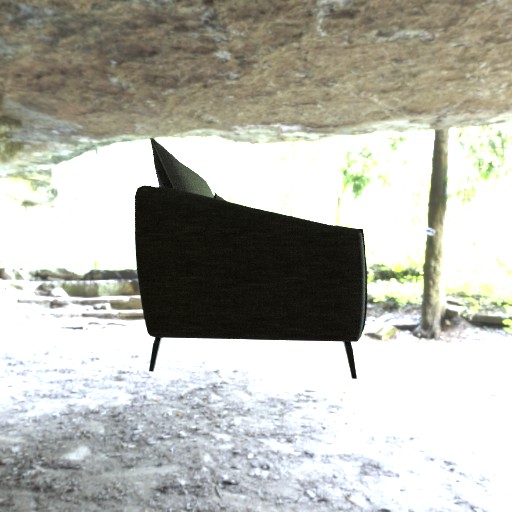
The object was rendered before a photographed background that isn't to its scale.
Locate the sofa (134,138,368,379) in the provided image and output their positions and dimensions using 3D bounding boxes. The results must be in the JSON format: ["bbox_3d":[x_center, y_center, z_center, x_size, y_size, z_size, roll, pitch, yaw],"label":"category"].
[{"bbox_3d":[0.000,0.000,2.460,0.807,0.843,2.019,0,-1,2],"label":"sofa"}]
